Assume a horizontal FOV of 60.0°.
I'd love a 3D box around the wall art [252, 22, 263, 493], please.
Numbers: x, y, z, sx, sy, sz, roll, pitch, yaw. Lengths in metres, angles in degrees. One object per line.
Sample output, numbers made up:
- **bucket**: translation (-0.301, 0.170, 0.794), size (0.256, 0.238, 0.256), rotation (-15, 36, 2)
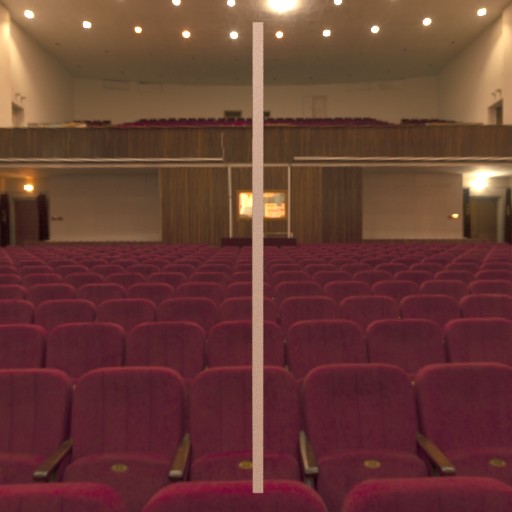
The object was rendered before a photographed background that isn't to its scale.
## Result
- **wall art**: translation (0.000, 0.000, 0.764), size (0.012, 0.557, 0.482), rotation (0, 1, -1)
